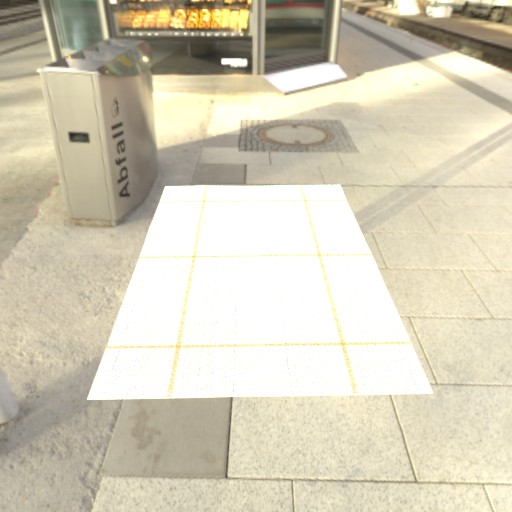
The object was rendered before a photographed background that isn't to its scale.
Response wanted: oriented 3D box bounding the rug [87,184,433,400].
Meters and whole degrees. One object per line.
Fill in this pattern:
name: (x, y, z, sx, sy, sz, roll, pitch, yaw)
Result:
rug: (0.000, 0.000, 2.334, 1.232, 0.015, 1.825, -1, 33, -1)
